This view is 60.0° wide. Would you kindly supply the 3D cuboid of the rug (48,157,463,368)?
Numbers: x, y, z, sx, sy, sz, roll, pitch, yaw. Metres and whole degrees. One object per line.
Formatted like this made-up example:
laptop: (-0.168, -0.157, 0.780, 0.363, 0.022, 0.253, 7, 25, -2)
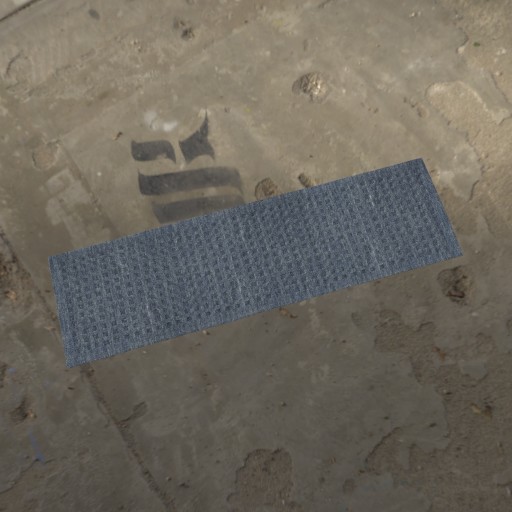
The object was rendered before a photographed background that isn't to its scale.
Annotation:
rug: (0.000, 0.000, 2.704, 2.443, 0.008, 0.688, -15, 76, -4)
